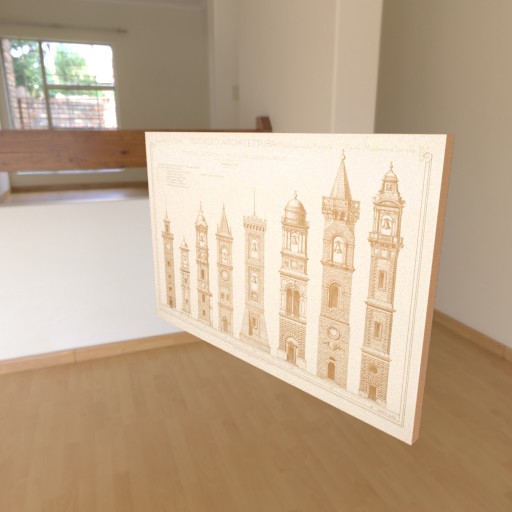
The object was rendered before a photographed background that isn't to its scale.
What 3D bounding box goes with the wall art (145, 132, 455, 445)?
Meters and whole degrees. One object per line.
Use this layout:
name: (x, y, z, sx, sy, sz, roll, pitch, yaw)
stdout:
wall art: (0.000, 0.000, 1.134, 0.915, 0.608, 0.033, 15, 22, 42)
